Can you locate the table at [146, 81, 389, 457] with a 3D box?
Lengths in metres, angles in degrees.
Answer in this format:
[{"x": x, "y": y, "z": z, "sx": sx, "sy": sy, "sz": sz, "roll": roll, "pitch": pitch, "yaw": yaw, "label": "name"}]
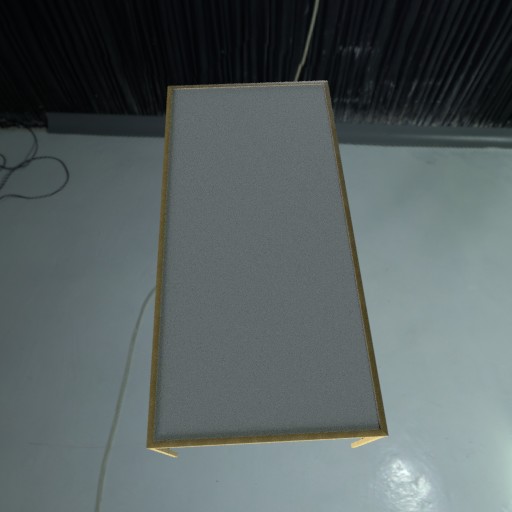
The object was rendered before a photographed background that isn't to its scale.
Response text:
[{"x": 0.000, "y": 0.000, "z": 1.511, "sx": 0.580, "sy": 0.398, "sz": 1.206, "roll": -2, "pitch": 63, "yaw": -1, "label": "table"}]
